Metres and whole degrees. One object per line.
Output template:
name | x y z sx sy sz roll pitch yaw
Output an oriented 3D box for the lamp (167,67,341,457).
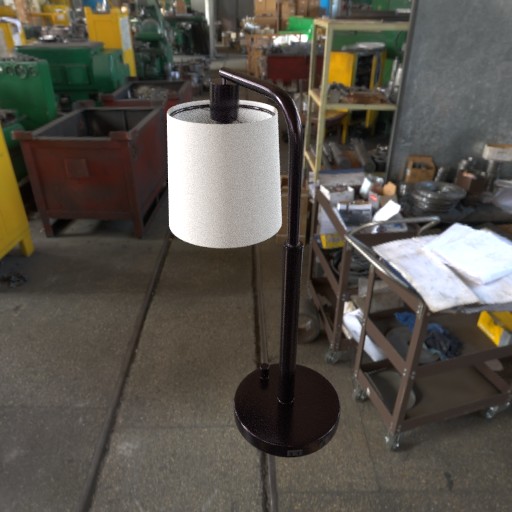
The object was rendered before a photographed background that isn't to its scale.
lamp | 0.000 0.000 0.636 0.171 0.489 0.333 -19 35 -30
